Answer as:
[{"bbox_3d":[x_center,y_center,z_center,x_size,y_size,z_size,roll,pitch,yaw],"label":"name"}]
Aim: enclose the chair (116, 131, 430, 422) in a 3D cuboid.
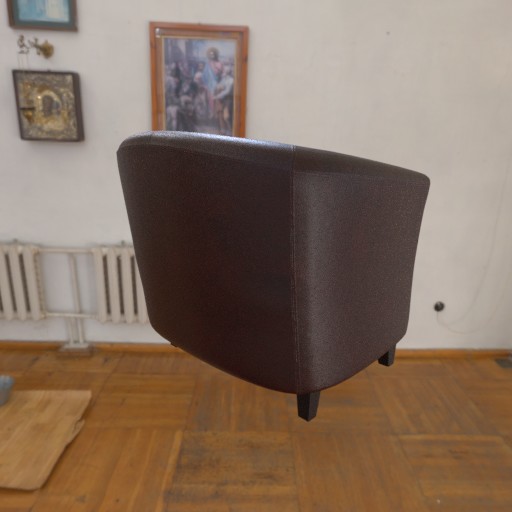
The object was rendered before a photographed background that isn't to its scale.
[{"bbox_3d":[0.000,0.000,1.401,0.727,0.756,0.792,-15,21,-43],"label":"chair"}]
